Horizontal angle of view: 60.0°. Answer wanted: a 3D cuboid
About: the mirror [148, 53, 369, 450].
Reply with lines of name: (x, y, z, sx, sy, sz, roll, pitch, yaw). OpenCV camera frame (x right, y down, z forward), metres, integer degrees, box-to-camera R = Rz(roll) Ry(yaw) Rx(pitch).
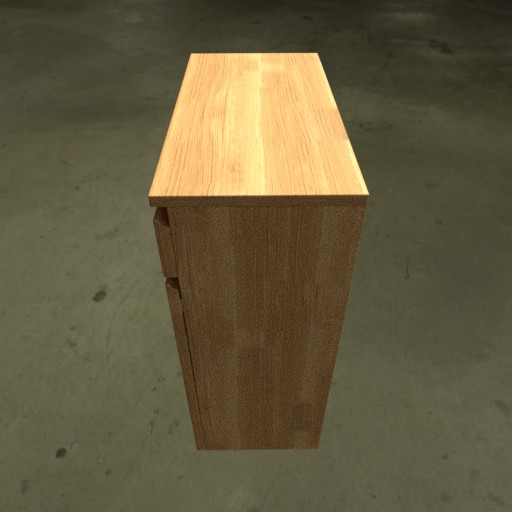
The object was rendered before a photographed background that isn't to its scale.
mirror: (0.000, 0.000, 1.430, 0.400, 1.000, 0.800, -1, 42, -1)
